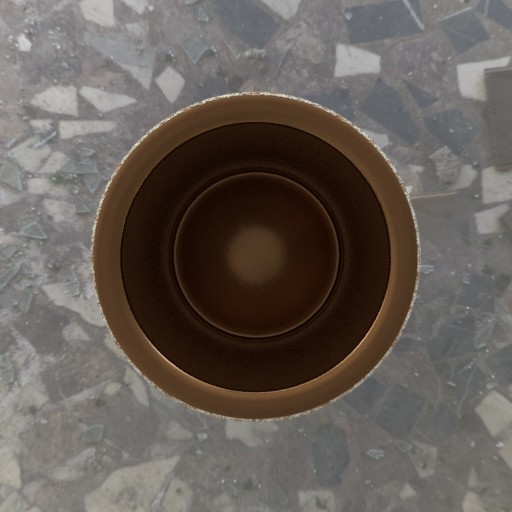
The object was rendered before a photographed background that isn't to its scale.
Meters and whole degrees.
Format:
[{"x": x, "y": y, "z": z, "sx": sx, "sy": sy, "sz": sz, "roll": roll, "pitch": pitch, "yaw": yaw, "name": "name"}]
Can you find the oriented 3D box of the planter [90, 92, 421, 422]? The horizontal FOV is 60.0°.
[{"x": 0.000, "y": 0.000, "z": 0.190, "sx": 0.109, "sy": 0.096, "sz": 0.109, "roll": 0, "pitch": 91, "yaw": 0, "name": "planter"}]
